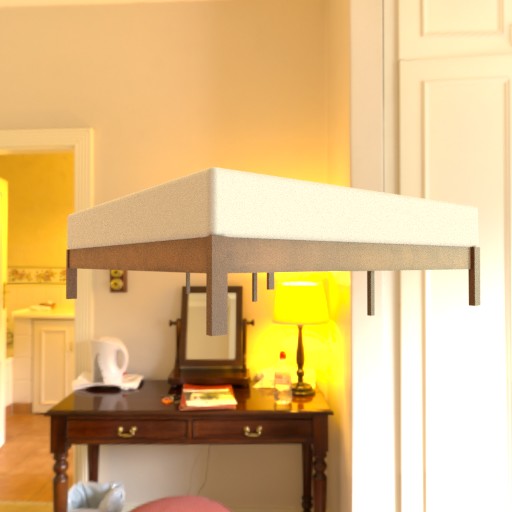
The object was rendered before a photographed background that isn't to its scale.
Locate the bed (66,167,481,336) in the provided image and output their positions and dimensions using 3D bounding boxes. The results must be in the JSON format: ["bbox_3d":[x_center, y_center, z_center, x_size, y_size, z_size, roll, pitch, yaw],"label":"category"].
[{"bbox_3d":[0.000,0.000,2.981,1.930,0.616,2.049,1,-1,-37],"label":"bed"}]
